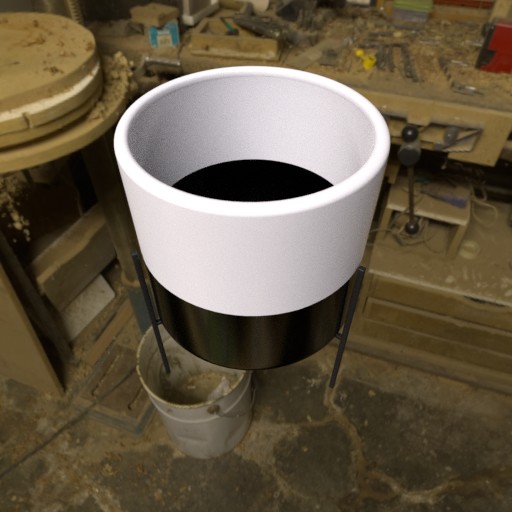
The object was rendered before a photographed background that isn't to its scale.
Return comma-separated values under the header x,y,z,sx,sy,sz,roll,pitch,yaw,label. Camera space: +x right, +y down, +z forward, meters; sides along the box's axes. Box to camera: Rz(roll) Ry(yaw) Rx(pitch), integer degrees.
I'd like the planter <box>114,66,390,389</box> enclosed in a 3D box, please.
x,y,z,sx,sy,sz,roll,pitch,yaw,label
0.000,0.000,0.645,0.310,0.432,0.310,15,48,14,planter
